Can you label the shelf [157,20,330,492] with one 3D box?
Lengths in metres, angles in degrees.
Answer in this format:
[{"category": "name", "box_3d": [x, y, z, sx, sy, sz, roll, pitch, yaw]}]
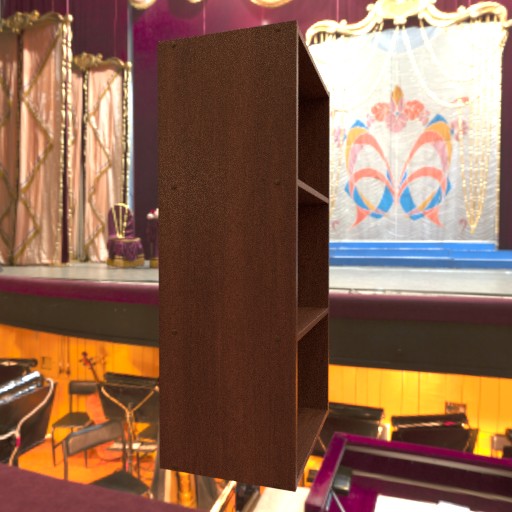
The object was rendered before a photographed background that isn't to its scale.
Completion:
[{"category": "shelf", "box_3d": [0.000, 0.000, 1.064, 0.290, 0.879, 0.414, 0, 1, 18]}]
